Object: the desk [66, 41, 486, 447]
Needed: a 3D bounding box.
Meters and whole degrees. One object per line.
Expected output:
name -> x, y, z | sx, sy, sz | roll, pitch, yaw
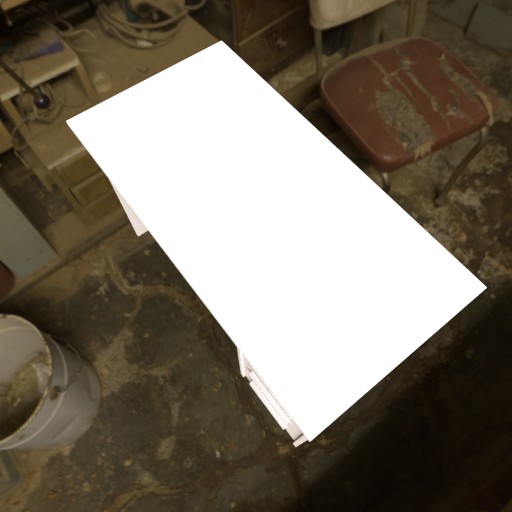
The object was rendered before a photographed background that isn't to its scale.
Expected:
desk -> 0.000, 0.000, 1.510 | 0.560, 0.730, 1.096 | -35, 69, -16
